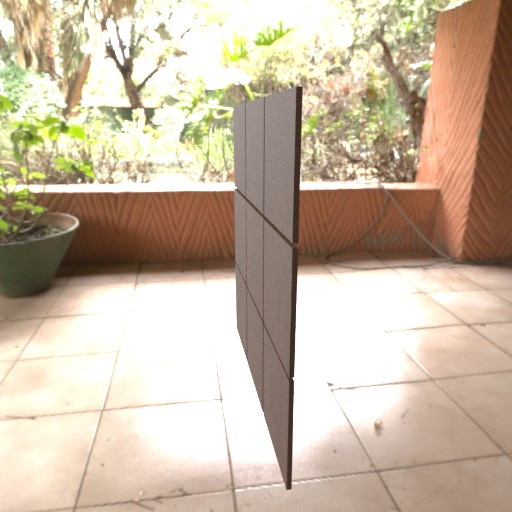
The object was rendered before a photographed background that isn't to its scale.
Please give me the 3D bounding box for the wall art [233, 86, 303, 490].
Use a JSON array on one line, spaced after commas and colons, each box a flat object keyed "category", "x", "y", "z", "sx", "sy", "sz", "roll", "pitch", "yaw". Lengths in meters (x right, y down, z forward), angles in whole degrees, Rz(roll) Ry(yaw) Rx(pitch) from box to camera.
[{"category": "wall art", "x": 0.000, "y": 0.000, "z": 1.375, "sx": 0.013, "sy": 0.914, "sz": 0.915, "roll": -3, "pitch": 17, "yaw": -10}]
